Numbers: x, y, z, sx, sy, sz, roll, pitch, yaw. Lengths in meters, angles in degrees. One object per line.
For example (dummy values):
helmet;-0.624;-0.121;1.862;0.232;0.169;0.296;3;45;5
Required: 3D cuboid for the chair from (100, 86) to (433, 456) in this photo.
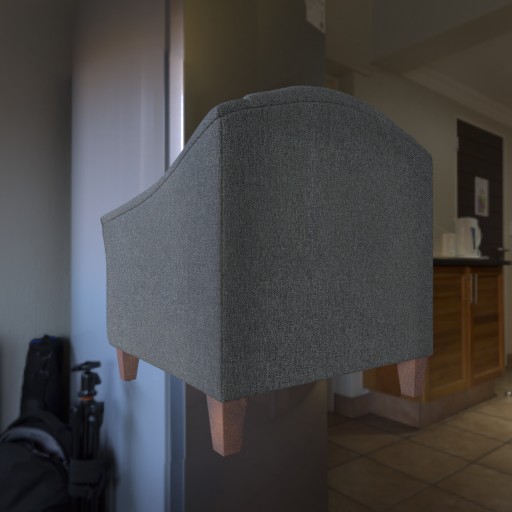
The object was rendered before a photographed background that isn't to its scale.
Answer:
chair;0.000;0.000;1.411;0.763;0.839;0.787;0;0;-36
